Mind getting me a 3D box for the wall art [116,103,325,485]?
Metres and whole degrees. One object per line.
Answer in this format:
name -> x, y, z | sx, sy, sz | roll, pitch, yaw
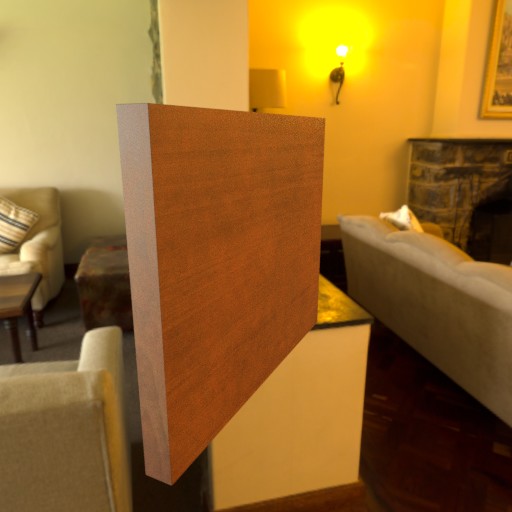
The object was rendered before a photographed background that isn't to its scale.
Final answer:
wall art -> 0.000, 0.000, 0.536 | 0.030, 0.328, 0.401 | 8, 17, 26
